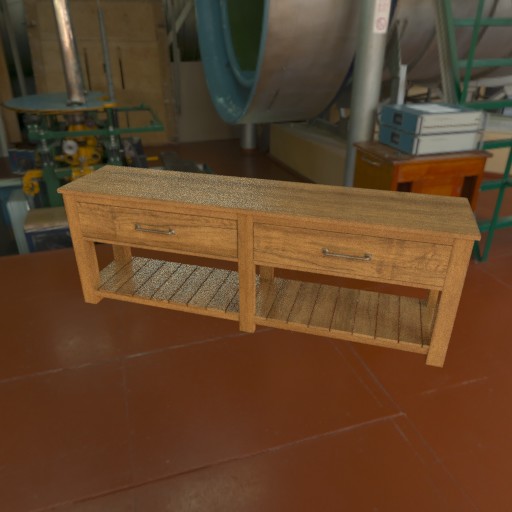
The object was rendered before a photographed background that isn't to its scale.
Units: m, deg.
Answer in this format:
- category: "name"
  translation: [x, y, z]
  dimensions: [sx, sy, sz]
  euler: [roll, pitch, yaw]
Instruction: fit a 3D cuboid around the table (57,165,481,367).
- category: "table"
  translation: [0.000, 0.000, 2.143]
  dimensions: [1.815, 0.635, 0.425]
  euler: [8, 29, 15]
